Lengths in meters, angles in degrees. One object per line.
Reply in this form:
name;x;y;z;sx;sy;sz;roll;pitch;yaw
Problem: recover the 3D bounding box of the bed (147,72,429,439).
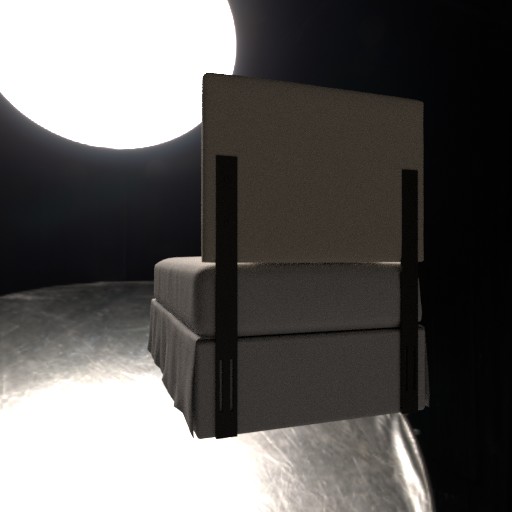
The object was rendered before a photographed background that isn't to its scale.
bed;0.000;0.000;2.982;1.261;1.571;1.997;0;0;-19
